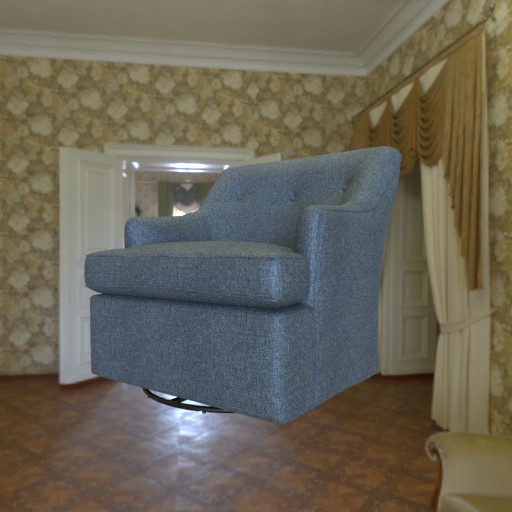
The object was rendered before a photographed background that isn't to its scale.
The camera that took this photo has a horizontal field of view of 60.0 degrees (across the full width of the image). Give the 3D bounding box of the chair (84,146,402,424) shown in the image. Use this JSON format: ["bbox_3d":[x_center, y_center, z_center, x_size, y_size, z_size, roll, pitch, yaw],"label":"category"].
[{"bbox_3d":[0.000,0.000,1.608,0.864,0.856,0.923,0,1,35],"label":"chair"}]
